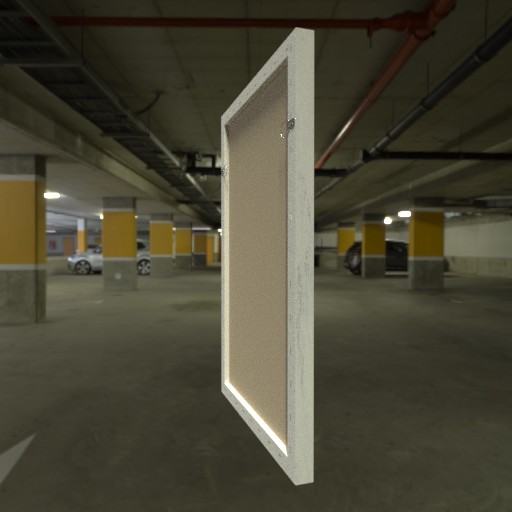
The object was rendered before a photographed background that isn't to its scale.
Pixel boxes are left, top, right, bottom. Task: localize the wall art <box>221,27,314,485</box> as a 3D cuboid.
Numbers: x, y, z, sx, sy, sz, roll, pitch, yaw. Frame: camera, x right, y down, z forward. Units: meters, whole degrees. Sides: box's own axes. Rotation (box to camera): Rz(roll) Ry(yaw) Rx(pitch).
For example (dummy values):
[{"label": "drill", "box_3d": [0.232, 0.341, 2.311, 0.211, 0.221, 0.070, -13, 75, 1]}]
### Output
[{"label": "wall art", "box_3d": [0.000, 0.000, 1.185, 0.043, 0.914, 0.624, 0, 1, -18]}]
